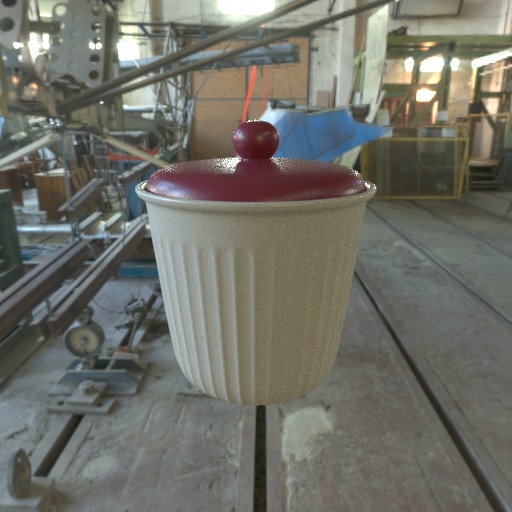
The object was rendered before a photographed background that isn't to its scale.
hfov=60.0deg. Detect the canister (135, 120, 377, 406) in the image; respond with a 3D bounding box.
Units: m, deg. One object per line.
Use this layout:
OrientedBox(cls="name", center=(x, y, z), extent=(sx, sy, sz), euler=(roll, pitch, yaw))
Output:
OrientedBox(cls="canister", center=(0.000, 0.000, 0.360), extent=(0.181, 0.211, 0.181), euler=(0, 17, 0))
